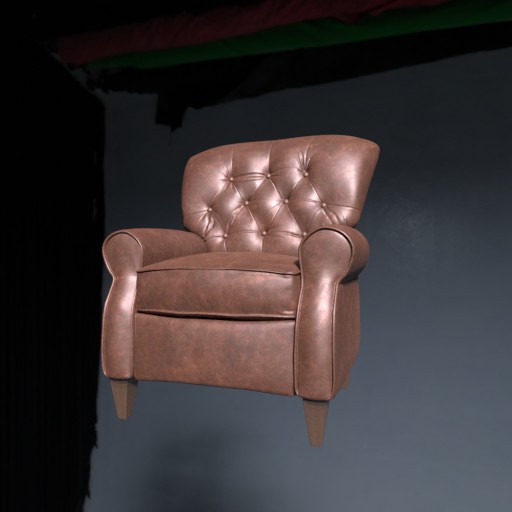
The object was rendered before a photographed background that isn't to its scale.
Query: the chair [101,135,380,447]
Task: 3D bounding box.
[{"bbox_3d":[0.000,0.000,1.894,0.979,1.162,1.031,0,0,19],"label":"chair"}]
